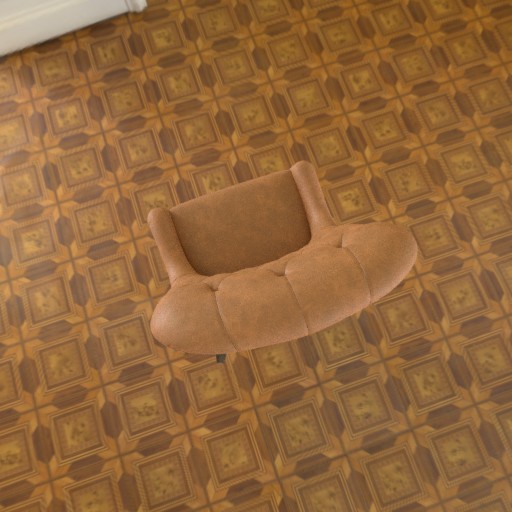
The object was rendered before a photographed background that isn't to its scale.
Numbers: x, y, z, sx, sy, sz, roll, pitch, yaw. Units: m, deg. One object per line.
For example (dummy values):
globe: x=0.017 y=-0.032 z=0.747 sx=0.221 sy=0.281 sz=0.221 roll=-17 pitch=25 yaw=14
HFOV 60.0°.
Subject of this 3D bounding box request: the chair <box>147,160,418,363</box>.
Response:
chair: x=0.000 y=0.000 z=1.462 sx=0.634 sy=1.091 sz=0.629 roll=-19 pitch=76 yaw=-5
